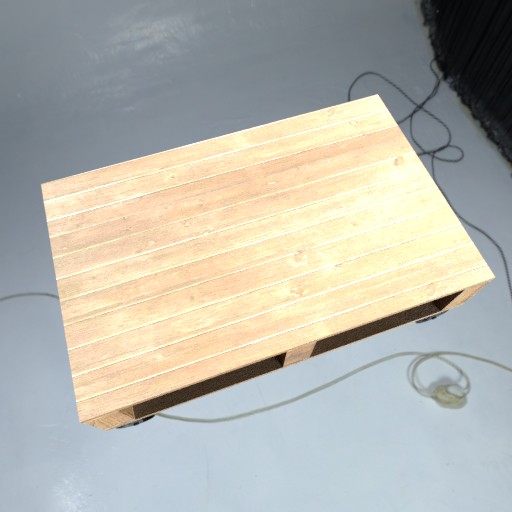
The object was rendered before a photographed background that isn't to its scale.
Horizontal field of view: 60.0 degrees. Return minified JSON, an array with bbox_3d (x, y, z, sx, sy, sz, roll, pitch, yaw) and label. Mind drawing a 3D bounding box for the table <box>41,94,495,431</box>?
[{"bbox_3d":[0.000,0.000,1.651,1.299,0.413,0.827,-17,65,-8],"label":"table"}]
